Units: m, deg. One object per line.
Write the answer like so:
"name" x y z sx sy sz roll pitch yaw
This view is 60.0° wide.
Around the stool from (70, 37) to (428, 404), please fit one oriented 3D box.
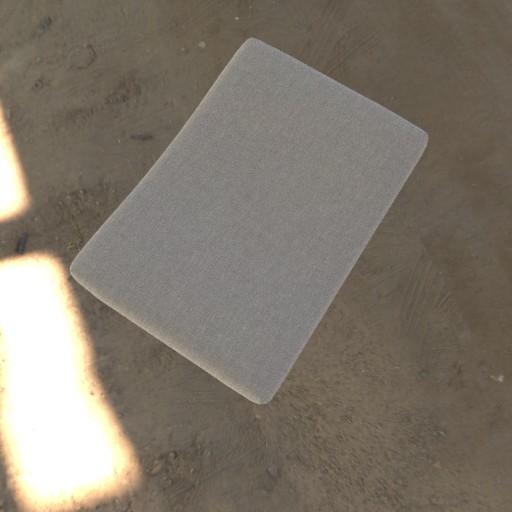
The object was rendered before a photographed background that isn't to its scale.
"stool" 0.000 0.000 0.948 0.356 0.660 0.508 32 77 8
